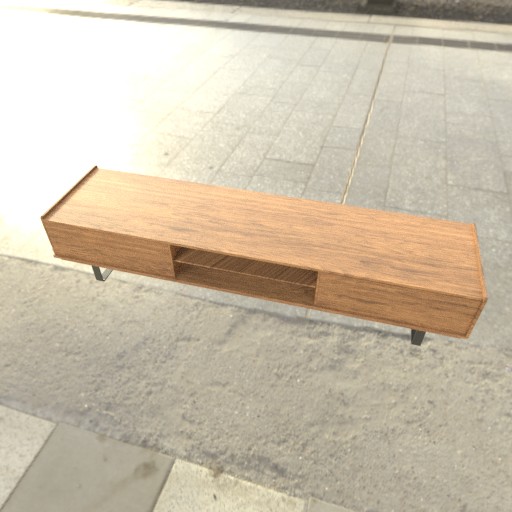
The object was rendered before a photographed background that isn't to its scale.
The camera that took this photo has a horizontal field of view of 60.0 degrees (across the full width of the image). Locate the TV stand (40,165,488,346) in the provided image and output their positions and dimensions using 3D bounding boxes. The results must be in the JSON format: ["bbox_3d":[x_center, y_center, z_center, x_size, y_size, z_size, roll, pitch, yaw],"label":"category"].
[{"bbox_3d":[0.000,0.000,2.020,1.796,0.415,0.467,10,43,11],"label":"TV stand"}]
